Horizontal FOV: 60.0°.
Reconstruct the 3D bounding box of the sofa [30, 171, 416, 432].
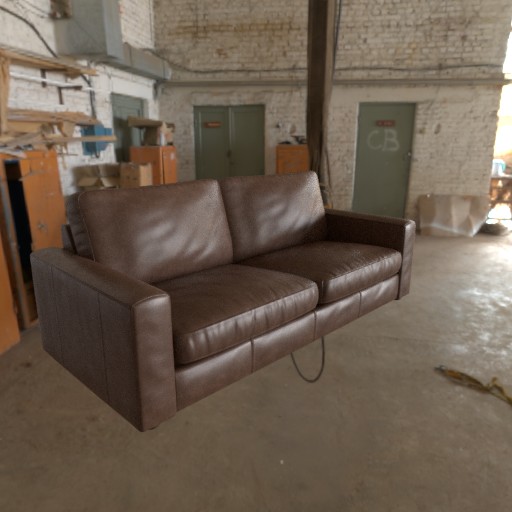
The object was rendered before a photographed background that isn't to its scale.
[{"bbox_3d":[0.000,0.000,2.627,1.016,0.873,2.179,15,21,43],"label":"sofa"}]
